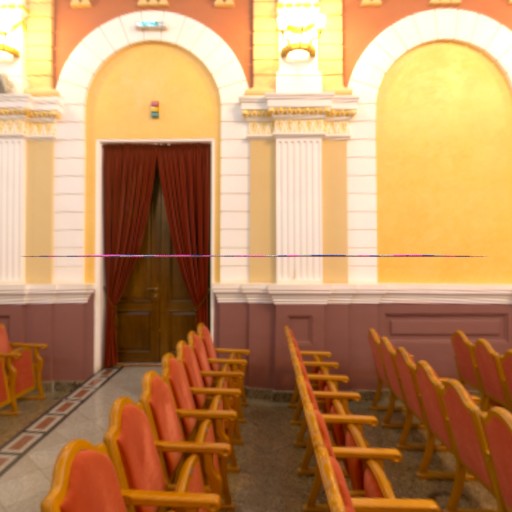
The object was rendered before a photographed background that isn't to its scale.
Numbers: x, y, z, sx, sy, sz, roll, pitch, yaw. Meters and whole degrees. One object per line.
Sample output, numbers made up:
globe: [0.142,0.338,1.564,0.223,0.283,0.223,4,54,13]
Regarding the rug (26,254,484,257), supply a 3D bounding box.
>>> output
rug: [0.000,0.000,2.961,2.350,0.013,1.539,0,0,2]
